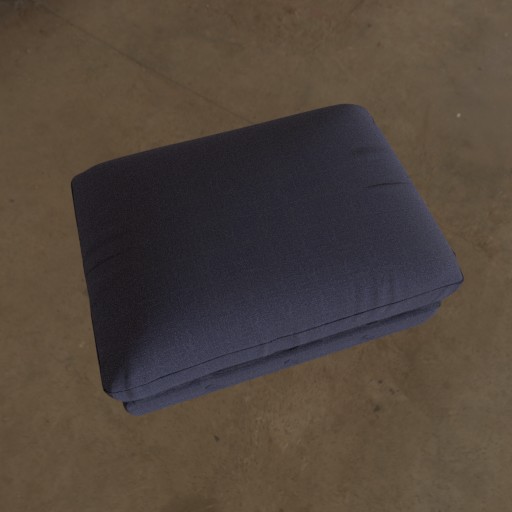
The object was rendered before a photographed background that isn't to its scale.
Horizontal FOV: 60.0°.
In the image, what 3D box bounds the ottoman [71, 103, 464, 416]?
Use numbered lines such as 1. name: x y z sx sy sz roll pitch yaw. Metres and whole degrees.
1. ottoman: 0.000 0.000 1.118 0.767 0.486 0.558 -16 63 -8
